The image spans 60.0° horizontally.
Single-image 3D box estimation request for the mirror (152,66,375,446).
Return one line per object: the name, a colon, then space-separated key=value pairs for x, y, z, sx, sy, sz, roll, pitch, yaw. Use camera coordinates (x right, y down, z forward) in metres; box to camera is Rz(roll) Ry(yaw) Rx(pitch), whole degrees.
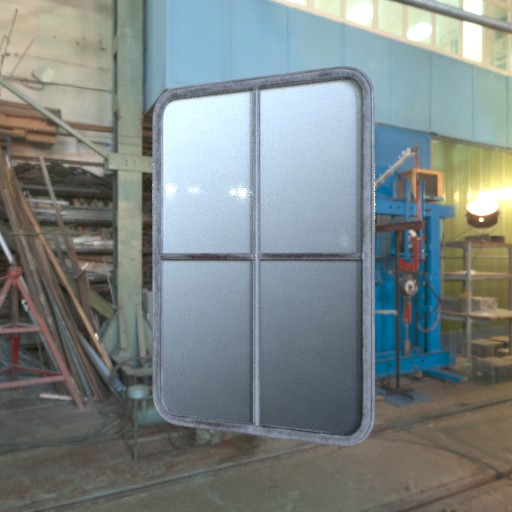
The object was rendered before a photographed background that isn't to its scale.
mirror: x=0.000 y=0.000 z=0.889 sx=0.461 sy=0.713 sz=0.024 roll=0 pitch=0 yaw=18
